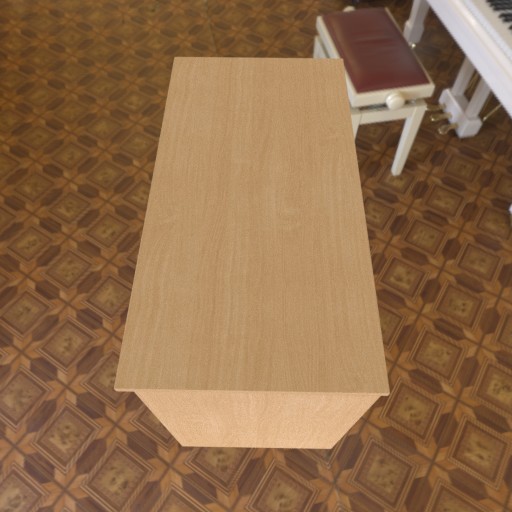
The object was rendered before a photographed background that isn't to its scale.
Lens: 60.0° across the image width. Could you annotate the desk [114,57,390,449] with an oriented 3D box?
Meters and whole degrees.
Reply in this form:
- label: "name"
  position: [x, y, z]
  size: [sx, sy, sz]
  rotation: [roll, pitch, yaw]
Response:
- label: "desk"
  position: [0.000, 0.000, 1.499]
  size: [0.560, 0.735, 1.097]
  rotation: [1, 58, 0]
